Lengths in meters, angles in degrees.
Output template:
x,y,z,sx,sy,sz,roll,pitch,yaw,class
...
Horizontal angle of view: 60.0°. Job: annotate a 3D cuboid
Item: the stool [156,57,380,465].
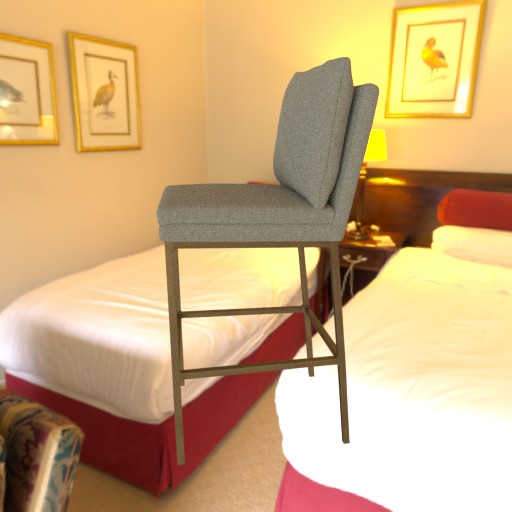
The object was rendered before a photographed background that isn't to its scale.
x,y,z,sx,sy,sz,roll,pitch,yaw,class
0.000,0.000,1.399,0.569,1.132,0.463,-2,16,-8,stool
